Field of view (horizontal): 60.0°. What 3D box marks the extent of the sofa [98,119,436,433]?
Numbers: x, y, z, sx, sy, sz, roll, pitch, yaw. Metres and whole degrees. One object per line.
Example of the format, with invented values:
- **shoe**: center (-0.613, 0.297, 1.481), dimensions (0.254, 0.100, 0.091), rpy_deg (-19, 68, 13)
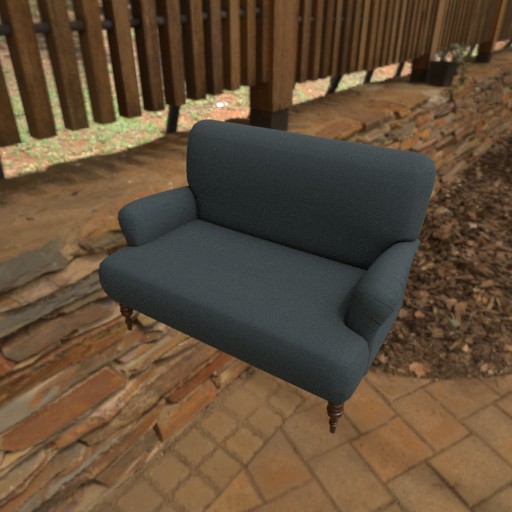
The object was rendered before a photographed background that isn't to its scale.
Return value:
- **sofa**: center (0.000, 0.000, 1.913), dimensions (1.297, 0.889, 0.779), rpy_deg (18, 35, 28)
